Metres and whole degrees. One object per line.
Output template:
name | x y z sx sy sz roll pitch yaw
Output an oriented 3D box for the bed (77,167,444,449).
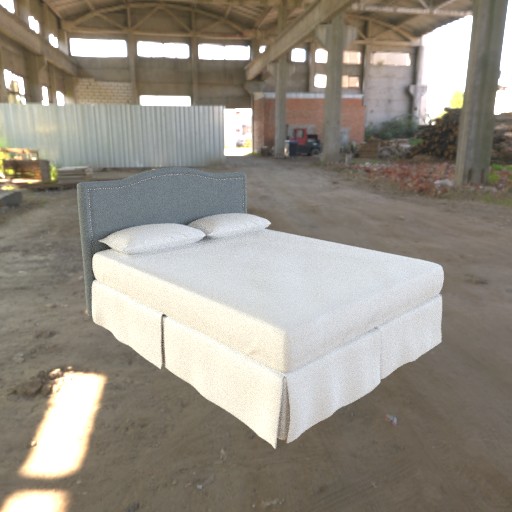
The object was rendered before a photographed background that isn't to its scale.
bed | 0.000 0.000 3.985 2.161 1.457 2.689 -14 20 -42
